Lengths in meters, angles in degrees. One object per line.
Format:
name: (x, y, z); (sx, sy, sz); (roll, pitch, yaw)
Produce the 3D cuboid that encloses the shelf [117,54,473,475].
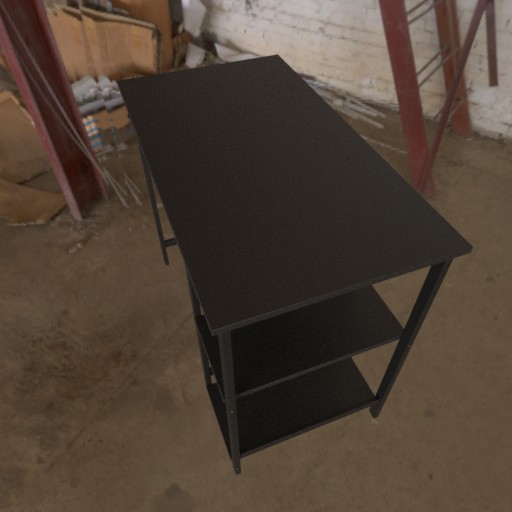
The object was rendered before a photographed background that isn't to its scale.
shelf: (0.000, 0.000, 1.304); (0.498, 0.749, 0.902); (-16, 49, -14)
